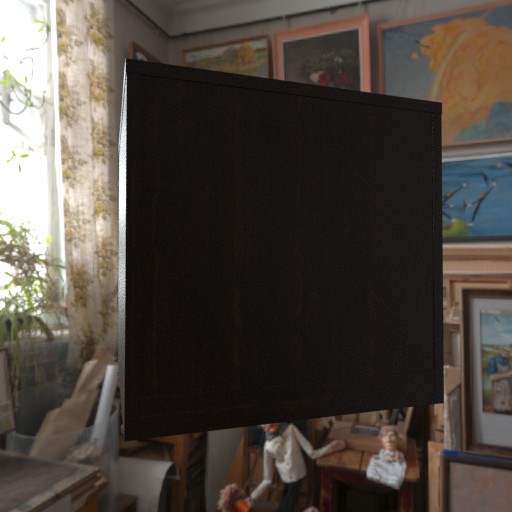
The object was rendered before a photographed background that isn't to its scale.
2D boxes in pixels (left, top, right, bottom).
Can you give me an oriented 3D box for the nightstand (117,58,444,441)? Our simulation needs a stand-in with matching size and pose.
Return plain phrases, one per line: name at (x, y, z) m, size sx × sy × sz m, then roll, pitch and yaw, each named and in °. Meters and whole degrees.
nightstand at (0.000, 0.000, 0.832) m, size 0.489 × 0.487 × 0.427 m, roll 0°, pitch -1°, yaw -18°
